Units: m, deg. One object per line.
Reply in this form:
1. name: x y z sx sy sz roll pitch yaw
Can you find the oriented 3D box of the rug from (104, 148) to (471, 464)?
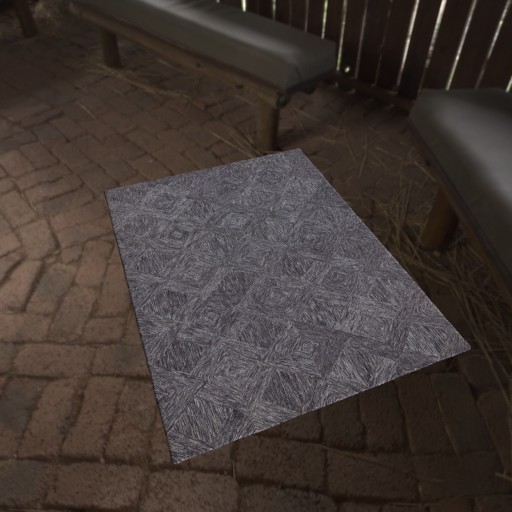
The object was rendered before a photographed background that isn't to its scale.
1. rug: 0.000 0.000 4.269 2.448 0.017 3.204 -16 47 -15
